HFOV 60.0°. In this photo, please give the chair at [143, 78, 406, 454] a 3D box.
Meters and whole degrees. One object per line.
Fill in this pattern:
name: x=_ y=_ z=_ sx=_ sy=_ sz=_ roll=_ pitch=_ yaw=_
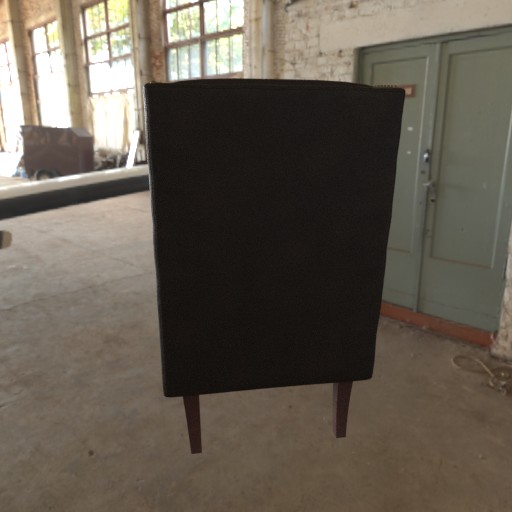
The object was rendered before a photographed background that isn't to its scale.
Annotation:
chair: x=0.000 y=0.000 z=1.634 sx=0.703 sy=1.142 sz=0.799 roll=-2 pitch=15 yaw=-9
